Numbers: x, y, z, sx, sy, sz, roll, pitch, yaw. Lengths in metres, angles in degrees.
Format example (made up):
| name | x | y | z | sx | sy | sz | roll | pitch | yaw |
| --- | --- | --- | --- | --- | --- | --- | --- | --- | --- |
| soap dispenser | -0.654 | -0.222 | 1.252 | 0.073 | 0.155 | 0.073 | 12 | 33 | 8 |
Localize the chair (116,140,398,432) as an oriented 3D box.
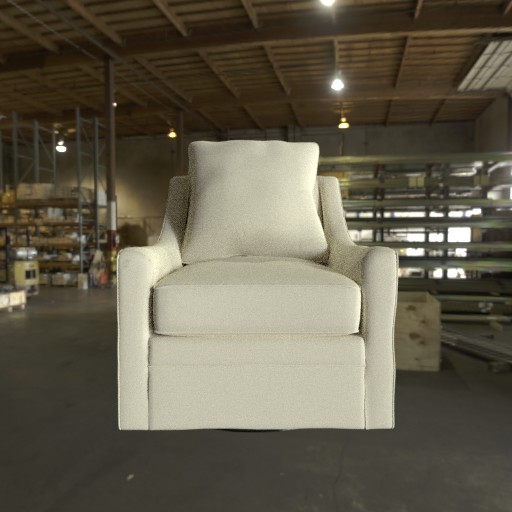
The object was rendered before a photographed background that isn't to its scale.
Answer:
| name | x | y | z | sx | sy | sz | roll | pitch | yaw |
| --- | --- | --- | --- | --- | --- | --- | --- | --- | --- |
| chair | 0.000 | 0.000 | 1.607 | 0.756 | 0.965 | 0.876 | 0 | 2 | -1 |
